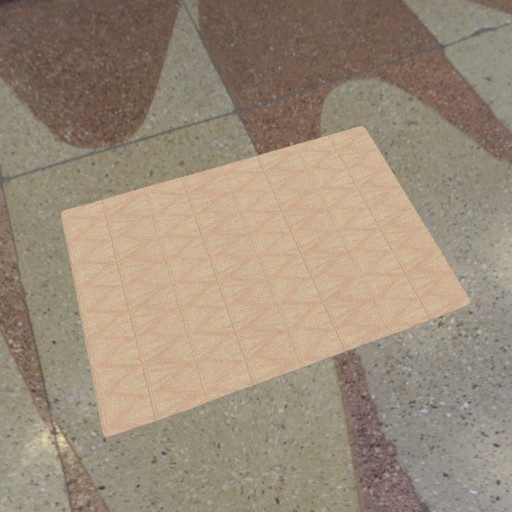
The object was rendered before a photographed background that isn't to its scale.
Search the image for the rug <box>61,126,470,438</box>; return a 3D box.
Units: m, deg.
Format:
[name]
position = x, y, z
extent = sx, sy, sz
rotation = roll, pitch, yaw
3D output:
[rug]
position = 0.000, 0.000, 3.001
extent = 2.390, 0.015, 1.609
rotation = -18, 65, -9
